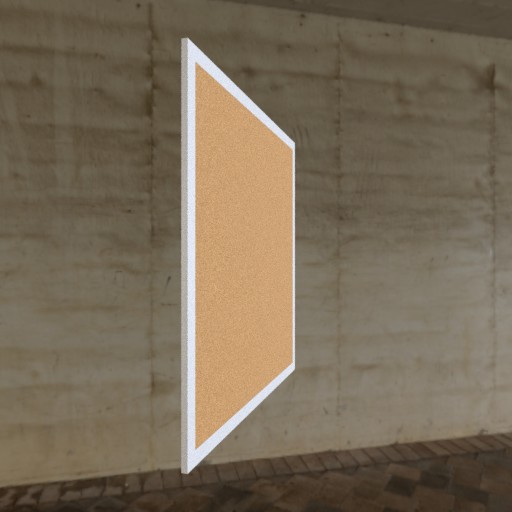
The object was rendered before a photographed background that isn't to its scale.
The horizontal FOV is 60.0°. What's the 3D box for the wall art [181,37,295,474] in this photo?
[{"bbox_3d":[0.000,0.000,1.210,0.013,0.813,0.812,0,0,19],"label":"wall art"}]
